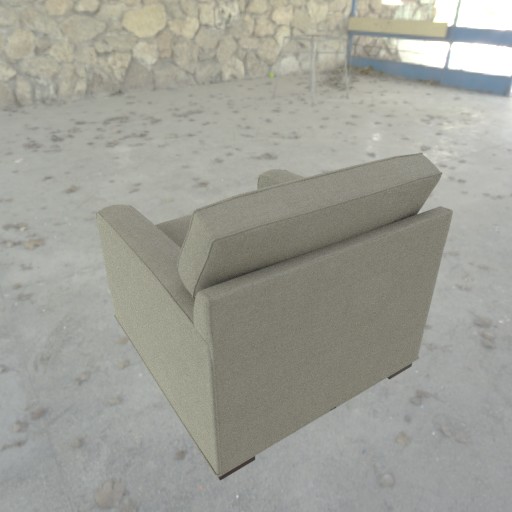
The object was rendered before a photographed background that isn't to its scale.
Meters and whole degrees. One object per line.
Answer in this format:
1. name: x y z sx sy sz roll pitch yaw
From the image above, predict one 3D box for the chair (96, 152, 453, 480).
1. chair: 0.000 0.000 1.830 0.999 0.934 1.044 -18 35 -29
